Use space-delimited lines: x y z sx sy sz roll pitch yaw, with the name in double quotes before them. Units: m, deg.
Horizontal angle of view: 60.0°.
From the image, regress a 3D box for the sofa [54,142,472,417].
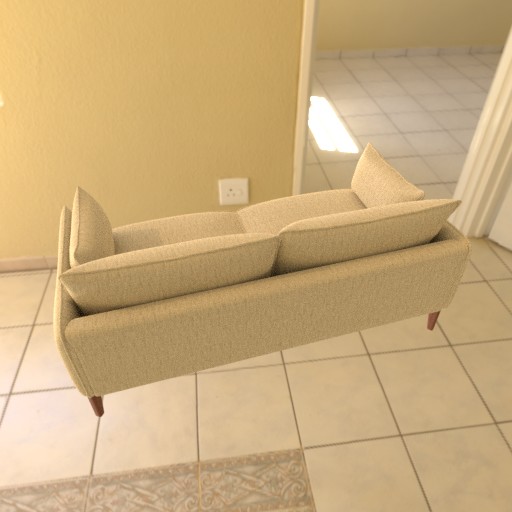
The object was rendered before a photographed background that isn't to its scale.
"sofa" 0.000 0.000 2.415 1.989 0.860 0.991 -11 42 -13
